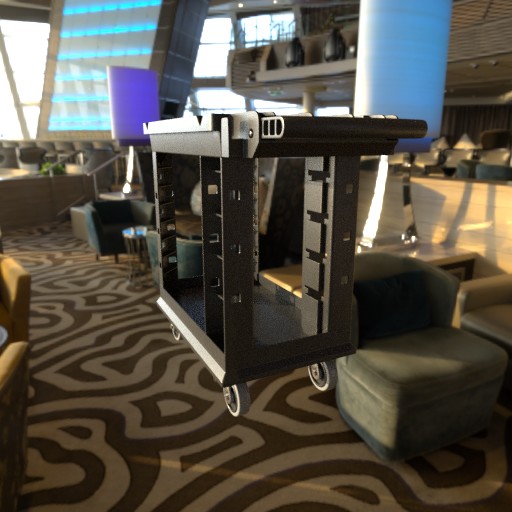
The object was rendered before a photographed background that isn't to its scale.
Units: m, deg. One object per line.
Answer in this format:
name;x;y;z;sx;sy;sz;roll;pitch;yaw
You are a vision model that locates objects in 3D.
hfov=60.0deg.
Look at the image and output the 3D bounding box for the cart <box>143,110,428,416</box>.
cart;0.000;0.000;1.501;0.497;0.884;1.061;-7;16;-26
